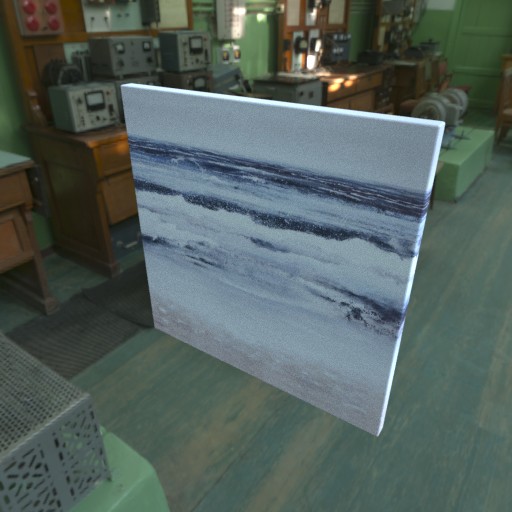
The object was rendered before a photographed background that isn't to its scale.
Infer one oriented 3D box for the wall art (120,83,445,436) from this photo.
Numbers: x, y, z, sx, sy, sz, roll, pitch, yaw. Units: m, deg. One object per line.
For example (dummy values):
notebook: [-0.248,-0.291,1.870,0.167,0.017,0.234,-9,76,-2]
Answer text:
wall art: [0.000,0.000,1.100,0.755,0.747,0.065,18,34,29]
